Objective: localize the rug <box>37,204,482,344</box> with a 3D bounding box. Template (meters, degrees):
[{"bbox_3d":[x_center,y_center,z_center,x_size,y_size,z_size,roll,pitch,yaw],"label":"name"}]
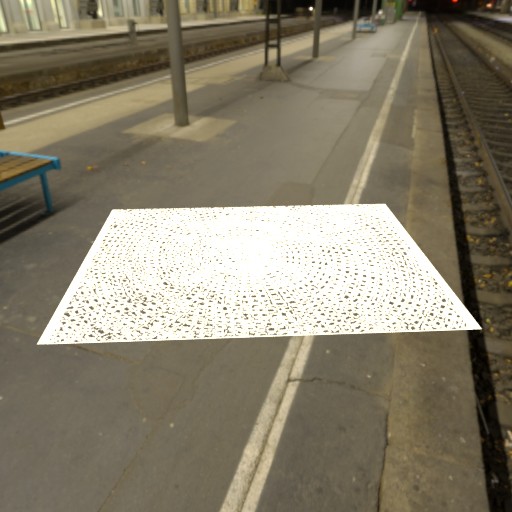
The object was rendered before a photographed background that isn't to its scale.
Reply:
[{"bbox_3d":[0.000,0.000,2.140,1.634,0.003,1.190,-2,30,-3],"label":"rug"}]
